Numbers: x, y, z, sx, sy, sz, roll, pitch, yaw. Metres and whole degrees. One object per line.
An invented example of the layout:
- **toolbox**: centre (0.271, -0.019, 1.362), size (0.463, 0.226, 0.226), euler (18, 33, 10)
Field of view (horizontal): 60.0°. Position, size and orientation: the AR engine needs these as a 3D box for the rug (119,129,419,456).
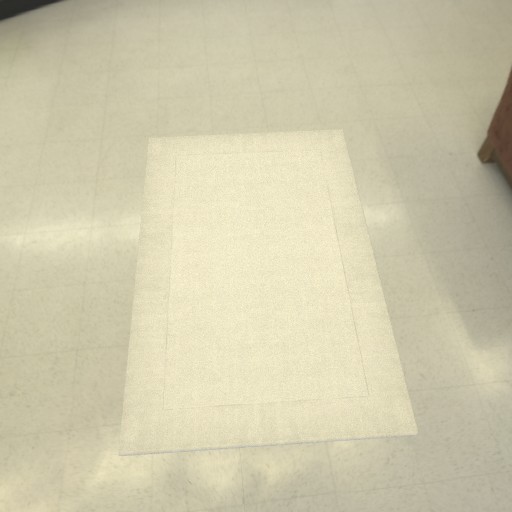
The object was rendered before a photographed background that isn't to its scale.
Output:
- **rug**: centre (0.000, 0.000, 2.285), size (1.219, 0.013, 1.829), euler (-3, 57, -2)
